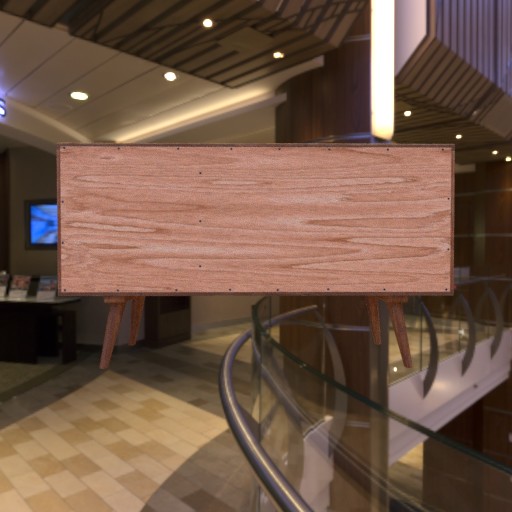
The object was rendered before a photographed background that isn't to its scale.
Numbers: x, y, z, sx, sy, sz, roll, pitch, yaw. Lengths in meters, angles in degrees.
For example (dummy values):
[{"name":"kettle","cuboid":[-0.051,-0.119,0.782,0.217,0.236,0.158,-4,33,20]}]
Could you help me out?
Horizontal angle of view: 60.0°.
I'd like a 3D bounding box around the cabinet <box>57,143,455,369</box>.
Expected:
[{"name":"cabinet","cuboid":[0.000,0.000,1.800,1.400,0.800,0.472,0,1,-1]}]
